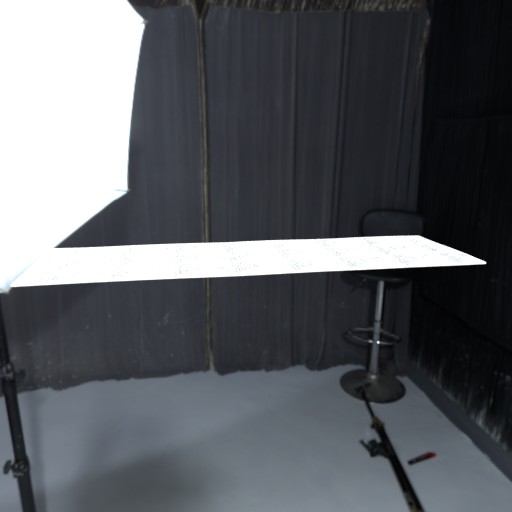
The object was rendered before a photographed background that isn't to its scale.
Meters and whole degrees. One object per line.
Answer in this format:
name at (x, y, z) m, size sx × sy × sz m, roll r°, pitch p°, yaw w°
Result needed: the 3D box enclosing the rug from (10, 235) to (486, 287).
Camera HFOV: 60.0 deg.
rug at (0.000, 0.000, 2.304) m, size 2.182 × 0.015 × 0.645 m, roll -2°, pitch 15°, yaw -9°
